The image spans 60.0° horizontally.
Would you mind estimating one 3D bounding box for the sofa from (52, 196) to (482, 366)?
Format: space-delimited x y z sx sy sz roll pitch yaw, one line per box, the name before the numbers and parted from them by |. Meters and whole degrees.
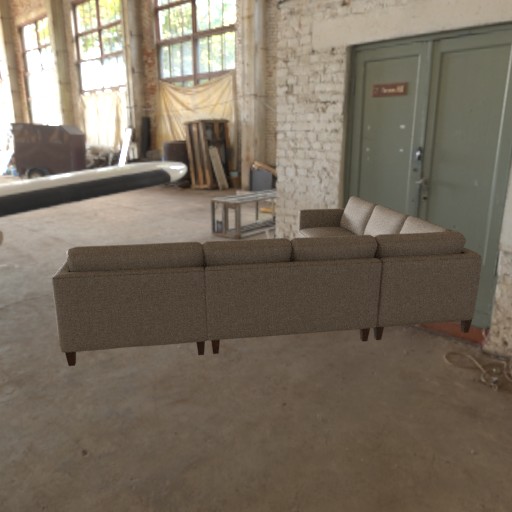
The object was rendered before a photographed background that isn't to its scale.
sofa | 0.000 0.000 4.627 3.403 0.889 2.551 -3 16 -10
